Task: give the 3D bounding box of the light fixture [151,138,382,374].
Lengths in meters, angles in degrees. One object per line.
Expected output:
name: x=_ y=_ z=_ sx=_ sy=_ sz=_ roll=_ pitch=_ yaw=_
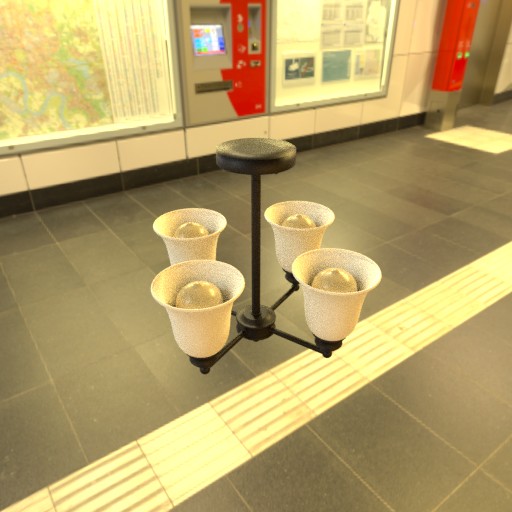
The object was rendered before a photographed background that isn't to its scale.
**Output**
light fixture: x=0.000 y=0.000 z=1.884 sx=1.069 sy=0.925 sz=1.069 roll=19 pitch=34 yaw=30
